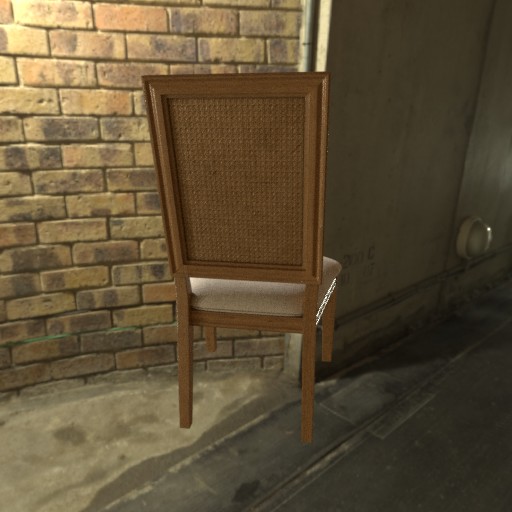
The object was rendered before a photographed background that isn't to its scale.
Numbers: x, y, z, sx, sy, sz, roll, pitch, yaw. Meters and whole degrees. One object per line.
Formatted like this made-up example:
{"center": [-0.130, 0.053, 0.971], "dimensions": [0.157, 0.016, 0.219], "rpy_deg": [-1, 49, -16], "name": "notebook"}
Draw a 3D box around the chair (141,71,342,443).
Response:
{"center": [0.000, 0.000, 1.365], "dimensions": [0.536, 0.988, 0.601], "rpy_deg": [3, 17, 9], "name": "chair"}
